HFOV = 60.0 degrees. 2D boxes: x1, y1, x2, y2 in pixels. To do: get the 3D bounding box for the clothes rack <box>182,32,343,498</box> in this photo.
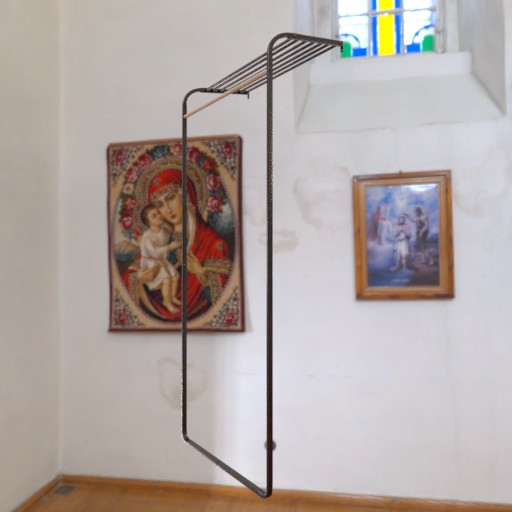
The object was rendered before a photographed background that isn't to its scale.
[{"bbox_3d":[0.000,0.000,1.760,0.349,1.574,0.609,0,0,-36],"label":"clothes rack"}]
